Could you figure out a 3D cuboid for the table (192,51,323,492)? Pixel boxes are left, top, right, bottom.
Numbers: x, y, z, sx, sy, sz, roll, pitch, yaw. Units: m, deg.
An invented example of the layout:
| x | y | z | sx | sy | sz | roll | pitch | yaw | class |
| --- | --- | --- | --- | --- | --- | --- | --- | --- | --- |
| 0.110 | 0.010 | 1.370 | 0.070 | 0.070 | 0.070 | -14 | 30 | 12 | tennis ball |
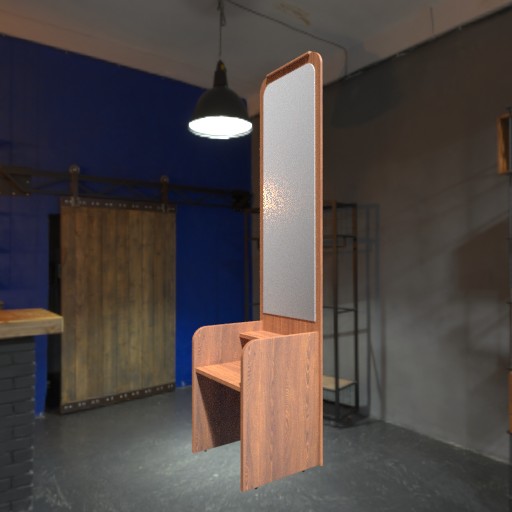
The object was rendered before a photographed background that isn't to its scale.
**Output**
| x | y | z | sx | sy | sz | roll | pitch | yaw | class |
| --- | --- | --- | --- | --- | --- | --- | --- | --- | --- |
| 0.000 | 0.000 | 1.999 | 0.420 | 1.830 | 0.450 | 0 | 0 | -35 | table |
